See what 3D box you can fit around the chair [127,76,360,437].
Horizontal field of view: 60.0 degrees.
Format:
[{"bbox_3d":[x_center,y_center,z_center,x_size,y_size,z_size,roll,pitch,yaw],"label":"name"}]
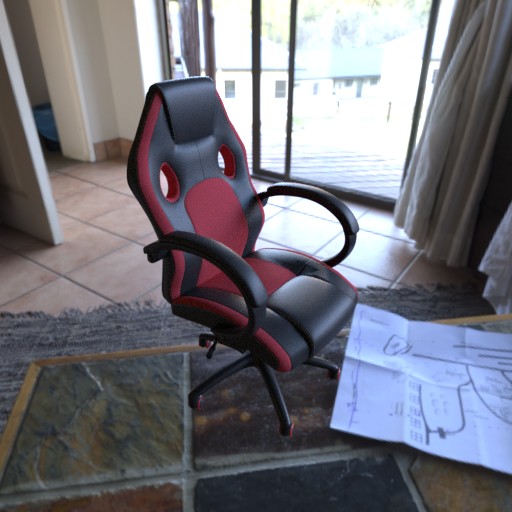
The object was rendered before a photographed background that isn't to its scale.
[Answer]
[{"bbox_3d":[0.000,0.000,1.643,0.724,1.187,0.673,20,34,32],"label":"chair"}]
